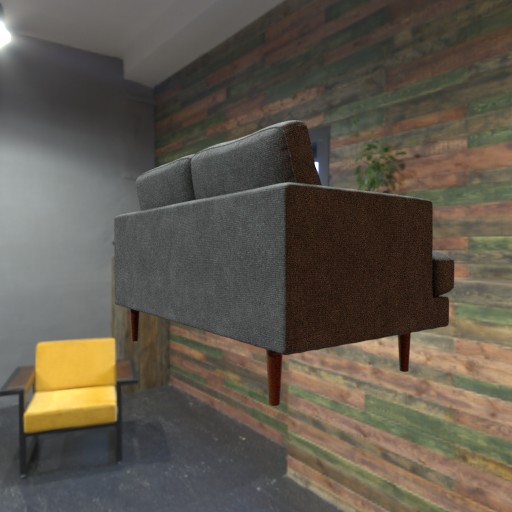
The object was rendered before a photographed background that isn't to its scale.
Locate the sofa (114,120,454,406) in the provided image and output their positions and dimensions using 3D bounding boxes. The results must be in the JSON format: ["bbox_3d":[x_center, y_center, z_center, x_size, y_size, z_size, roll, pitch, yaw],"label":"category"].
[{"bbox_3d":[0.000,0.000,2.179,0.903,0.956,1.582,-1,1,-36],"label":"sofa"}]
